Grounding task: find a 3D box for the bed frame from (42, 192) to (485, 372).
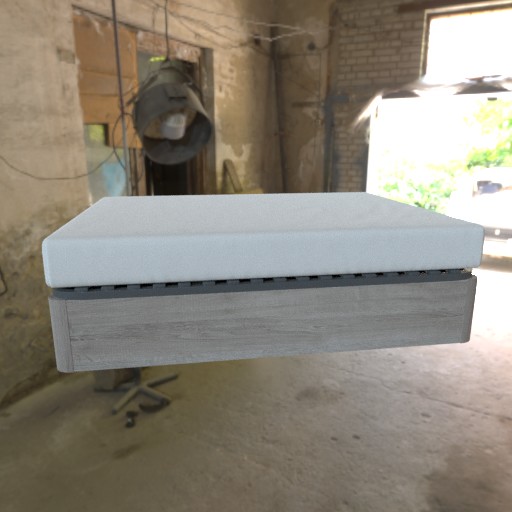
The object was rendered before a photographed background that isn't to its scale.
[{"bbox_3d":[0.000,0.000,2.551,1.900,0.561,1.400,-2,15,-9],"label":"bed frame"}]
